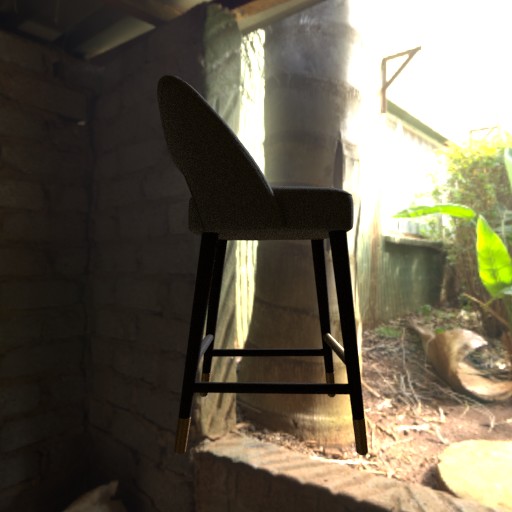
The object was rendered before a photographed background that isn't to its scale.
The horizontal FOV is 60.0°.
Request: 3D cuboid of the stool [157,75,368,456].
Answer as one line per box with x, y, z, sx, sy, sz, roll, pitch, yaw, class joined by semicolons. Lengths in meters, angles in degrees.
0.000;0.000;1.256;0.524;0.925;0.536;0;-1;1;stool
